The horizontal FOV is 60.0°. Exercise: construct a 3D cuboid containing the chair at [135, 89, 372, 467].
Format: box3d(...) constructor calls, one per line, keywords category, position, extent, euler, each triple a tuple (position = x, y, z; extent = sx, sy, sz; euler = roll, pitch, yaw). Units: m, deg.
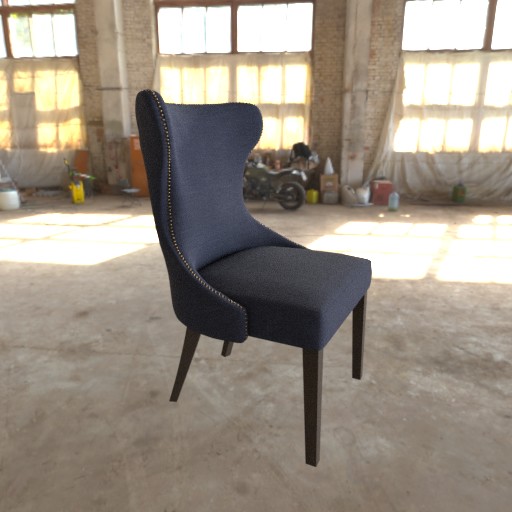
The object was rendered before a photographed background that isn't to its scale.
box3d(category="chair", position=(0.000, 0.000, 1.402), extent=(0.635, 0.967, 0.628), euler=(8, 17, 25))
